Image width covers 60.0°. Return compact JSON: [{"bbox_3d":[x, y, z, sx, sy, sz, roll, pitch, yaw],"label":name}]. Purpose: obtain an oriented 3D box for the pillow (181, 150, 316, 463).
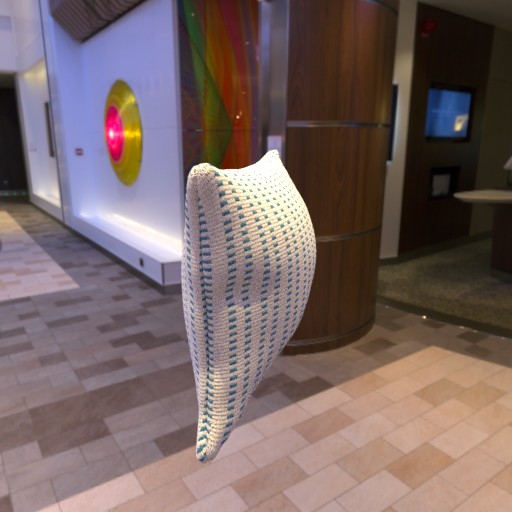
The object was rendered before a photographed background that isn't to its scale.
[{"bbox_3d":[0.000,0.000,0.784,0.210,0.353,0.640,2,15,9],"label":"pillow"}]
